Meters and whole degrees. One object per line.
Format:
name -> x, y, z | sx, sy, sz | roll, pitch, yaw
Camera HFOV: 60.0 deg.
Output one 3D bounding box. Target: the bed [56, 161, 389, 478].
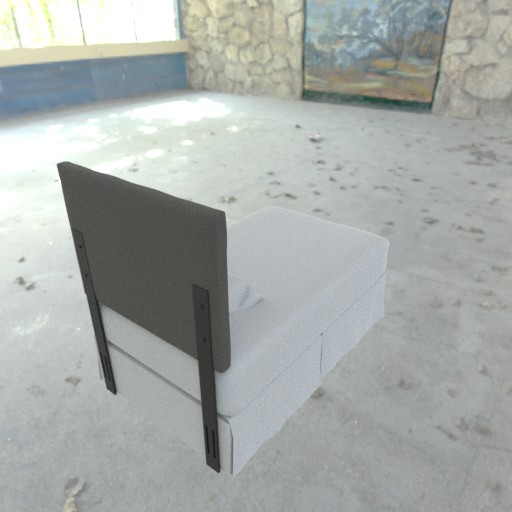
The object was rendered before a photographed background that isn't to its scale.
bed -> 0.000, 0.000, 3.058 | 1.261, 1.571, 1.997 | 21, 35, 33
